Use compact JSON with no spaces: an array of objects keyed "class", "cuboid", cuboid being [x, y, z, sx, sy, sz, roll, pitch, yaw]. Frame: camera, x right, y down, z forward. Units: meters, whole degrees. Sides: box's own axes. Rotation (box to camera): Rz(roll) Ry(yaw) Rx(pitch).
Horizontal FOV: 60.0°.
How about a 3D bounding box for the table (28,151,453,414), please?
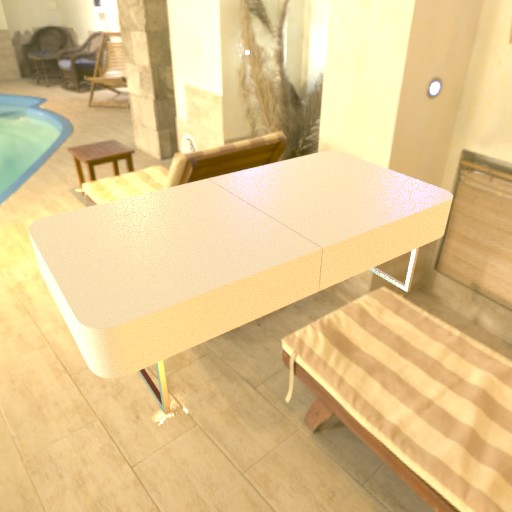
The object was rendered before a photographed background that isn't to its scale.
[{"class":"table","cuboid":[0.000,0.000,1.434,1.200,0.340,0.600,-20,36,-29]}]
